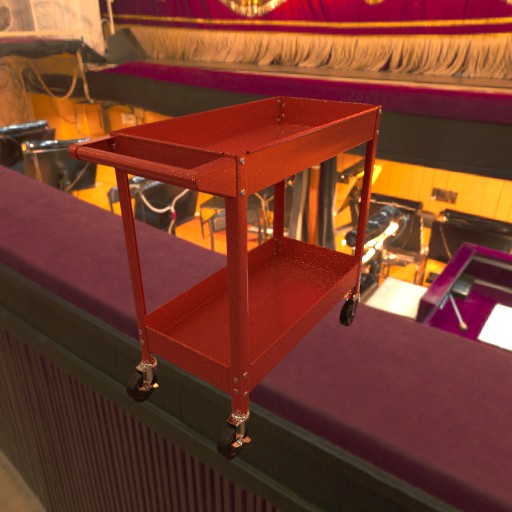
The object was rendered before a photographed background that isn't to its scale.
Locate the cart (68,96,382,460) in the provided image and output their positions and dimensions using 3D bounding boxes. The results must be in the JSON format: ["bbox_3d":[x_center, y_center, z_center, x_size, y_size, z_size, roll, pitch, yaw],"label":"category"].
[{"bbox_3d":[0.000,0.000,1.204,0.366,0.719,0.779,18,32,31],"label":"cart"}]
